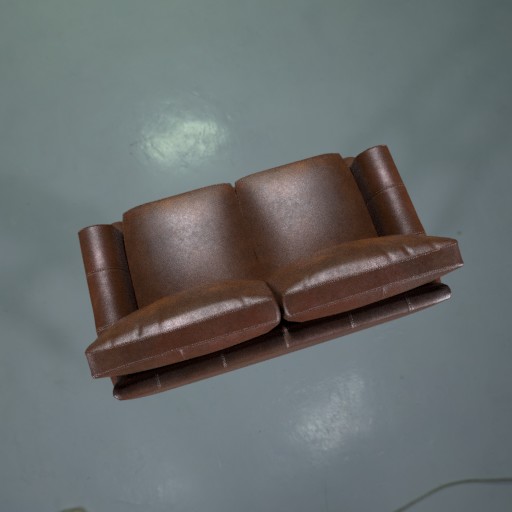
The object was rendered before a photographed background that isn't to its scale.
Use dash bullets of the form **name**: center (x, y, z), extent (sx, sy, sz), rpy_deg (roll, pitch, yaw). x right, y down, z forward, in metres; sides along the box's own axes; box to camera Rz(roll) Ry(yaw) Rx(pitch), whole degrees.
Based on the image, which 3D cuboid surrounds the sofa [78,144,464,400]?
- **sofa**: center (0.000, 0.000, 2.208), extent (1.616, 0.976, 0.990), rpy_deg (-16, 76, -4)
